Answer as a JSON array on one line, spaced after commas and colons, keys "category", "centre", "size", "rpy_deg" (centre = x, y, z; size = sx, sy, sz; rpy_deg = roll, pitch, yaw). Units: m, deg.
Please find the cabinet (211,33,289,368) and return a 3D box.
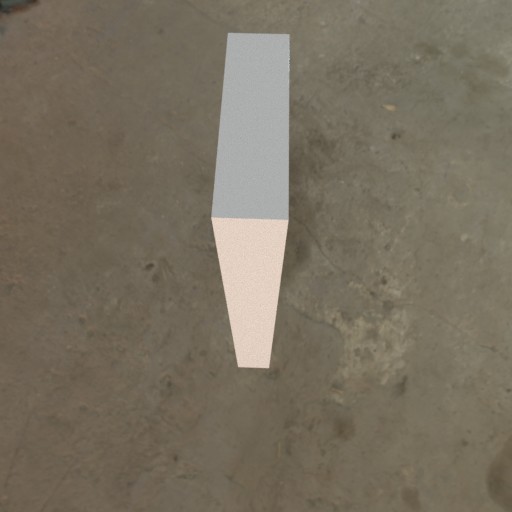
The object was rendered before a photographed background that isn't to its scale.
[{"category": "cabinet", "centre": [0.000, 0.000, 1.996], "size": [0.192, 1.770, 0.643], "rpy_deg": [2, 65, 1]}]
